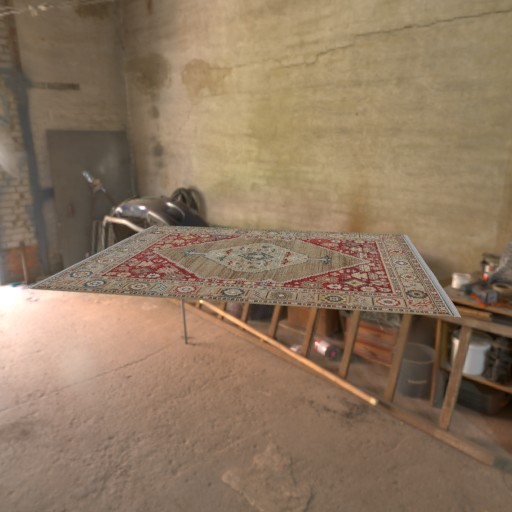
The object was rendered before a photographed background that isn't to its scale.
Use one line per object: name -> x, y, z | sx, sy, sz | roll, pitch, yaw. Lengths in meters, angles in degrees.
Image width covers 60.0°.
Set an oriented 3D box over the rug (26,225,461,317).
rug -> 0.000, 0.000, 4.273 | 3.143, 0.008, 2.451 | 3, 16, 10
